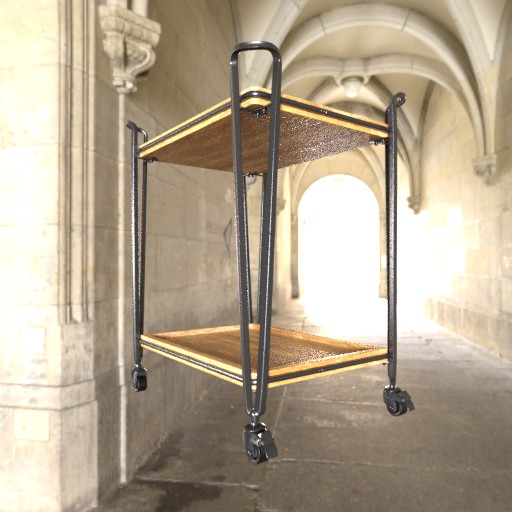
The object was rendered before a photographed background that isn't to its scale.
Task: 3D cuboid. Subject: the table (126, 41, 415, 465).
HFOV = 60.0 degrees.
[{"bbox_3d":[0.000,0.000,1.198,0.505,0.785,0.672,0,-1,-37],"label":"table"}]
